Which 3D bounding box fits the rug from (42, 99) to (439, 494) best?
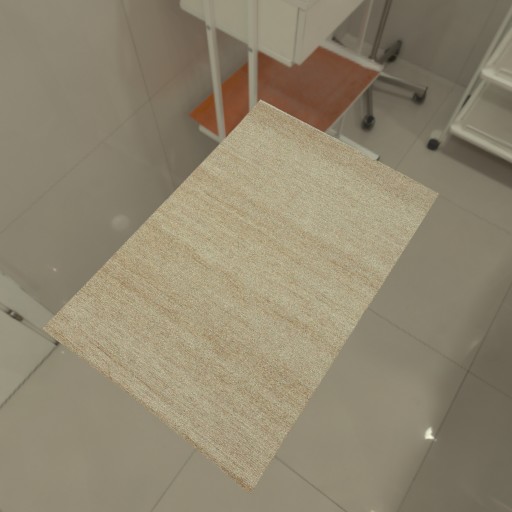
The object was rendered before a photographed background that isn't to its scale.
[{"bbox_3d":[0.000,0.000,2.951,1.574,0.029,2.346,33,68,15],"label":"rug"}]
